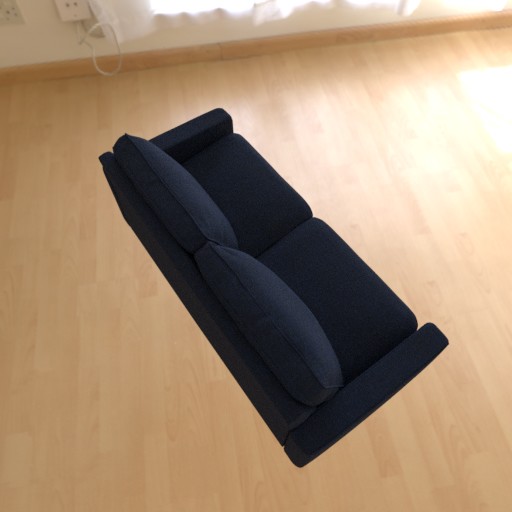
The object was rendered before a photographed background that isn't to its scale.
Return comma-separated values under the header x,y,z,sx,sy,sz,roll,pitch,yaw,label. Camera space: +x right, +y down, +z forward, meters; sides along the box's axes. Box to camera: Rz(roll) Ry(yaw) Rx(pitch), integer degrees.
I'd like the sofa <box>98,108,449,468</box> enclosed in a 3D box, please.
x,y,z,sx,sy,sz,roll,pitch,yaw,label
0.000,0.000,2.578,0.940,0.919,2.080,-32,64,-17,sofa
